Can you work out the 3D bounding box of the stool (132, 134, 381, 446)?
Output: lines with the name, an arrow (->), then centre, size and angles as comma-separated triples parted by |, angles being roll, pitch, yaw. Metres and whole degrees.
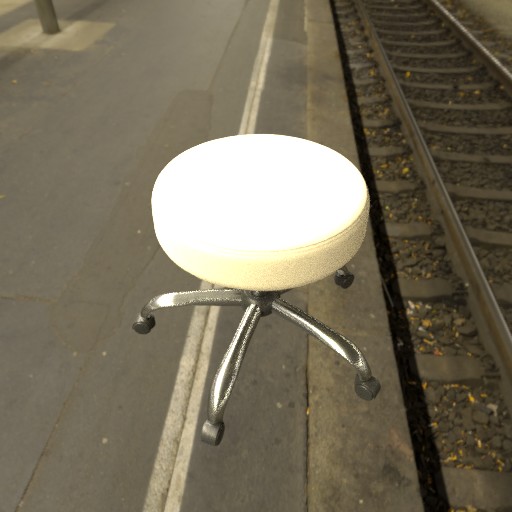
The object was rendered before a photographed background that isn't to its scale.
stool -> 0.000, 0.000, 1.032 | 0.634, 0.482, 0.614 | -11, 42, -12
